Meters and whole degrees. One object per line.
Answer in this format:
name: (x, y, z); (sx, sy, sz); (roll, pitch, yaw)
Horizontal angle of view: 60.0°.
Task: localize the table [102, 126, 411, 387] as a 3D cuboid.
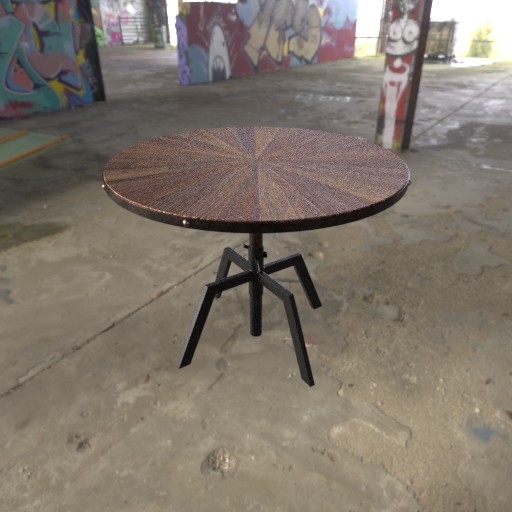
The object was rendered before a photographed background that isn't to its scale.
table: (0.000, 0.000, 1.490); (0.885, 0.658, 0.885); (0, 29, 0)
